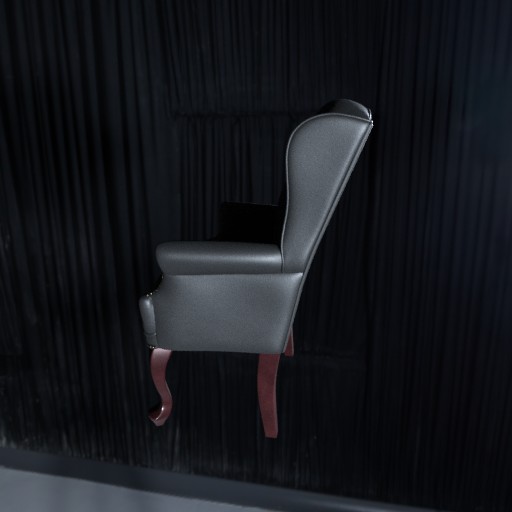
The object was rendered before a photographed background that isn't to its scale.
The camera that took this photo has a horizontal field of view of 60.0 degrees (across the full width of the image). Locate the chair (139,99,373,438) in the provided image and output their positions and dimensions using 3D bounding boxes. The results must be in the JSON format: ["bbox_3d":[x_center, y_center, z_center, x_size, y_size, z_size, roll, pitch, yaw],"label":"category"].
[{"bbox_3d":[0.000,0.000,1.674,0.762,1.111,0.838,3,16,10],"label":"chair"}]
